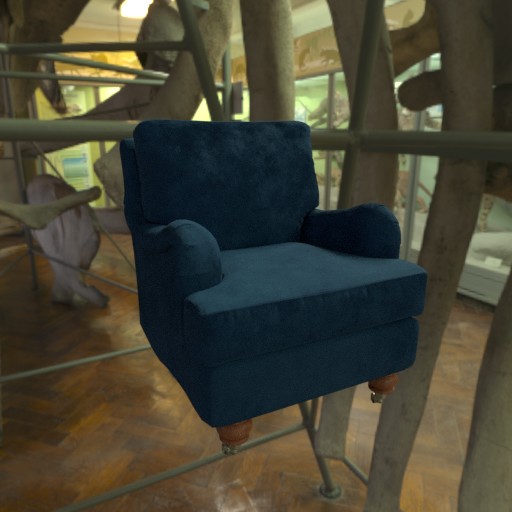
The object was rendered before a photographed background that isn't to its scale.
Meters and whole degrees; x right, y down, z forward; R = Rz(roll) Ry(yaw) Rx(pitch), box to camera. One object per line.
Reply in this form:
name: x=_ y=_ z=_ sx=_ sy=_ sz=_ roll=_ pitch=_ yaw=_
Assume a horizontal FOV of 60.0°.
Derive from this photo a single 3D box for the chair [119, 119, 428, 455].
chair: x=0.000 y=0.000 z=1.814 sx=0.895 sy=1.076 sz=1.078 roll=-8 pitch=18 yaw=-26
